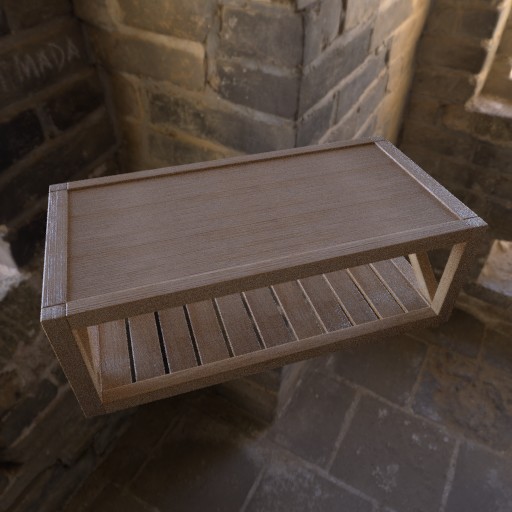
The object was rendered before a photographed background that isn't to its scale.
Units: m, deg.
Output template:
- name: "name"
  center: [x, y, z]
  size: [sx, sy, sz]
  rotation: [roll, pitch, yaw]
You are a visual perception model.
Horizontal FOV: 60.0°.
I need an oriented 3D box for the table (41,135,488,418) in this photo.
- name: "table"
  center: [0.000, 0.000, 1.613]
  size: [1.321, 0.457, 0.660]
  rotation: [-12, 42, -13]
